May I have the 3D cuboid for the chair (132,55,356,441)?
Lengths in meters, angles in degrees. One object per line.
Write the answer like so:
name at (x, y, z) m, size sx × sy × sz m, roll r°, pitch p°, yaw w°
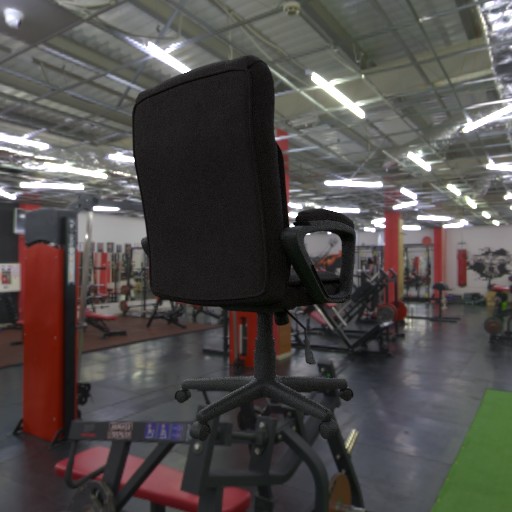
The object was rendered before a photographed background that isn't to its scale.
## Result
chair at (0.000, 0.000, 1.567) m, size 0.667 × 1.105 × 0.724 m, roll -1°, pitch -2°, yaw 36°
